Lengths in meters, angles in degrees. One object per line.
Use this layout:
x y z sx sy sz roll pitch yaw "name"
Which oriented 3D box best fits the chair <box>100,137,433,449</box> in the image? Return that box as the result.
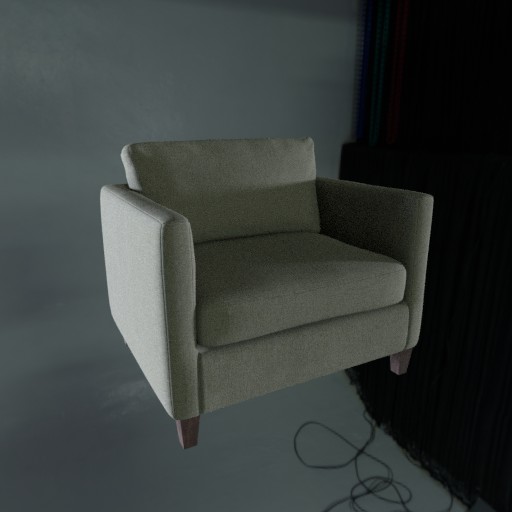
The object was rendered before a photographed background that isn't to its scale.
0.000 0.000 1.891 1.107 0.963 0.959 -9 18 -27 "chair"
